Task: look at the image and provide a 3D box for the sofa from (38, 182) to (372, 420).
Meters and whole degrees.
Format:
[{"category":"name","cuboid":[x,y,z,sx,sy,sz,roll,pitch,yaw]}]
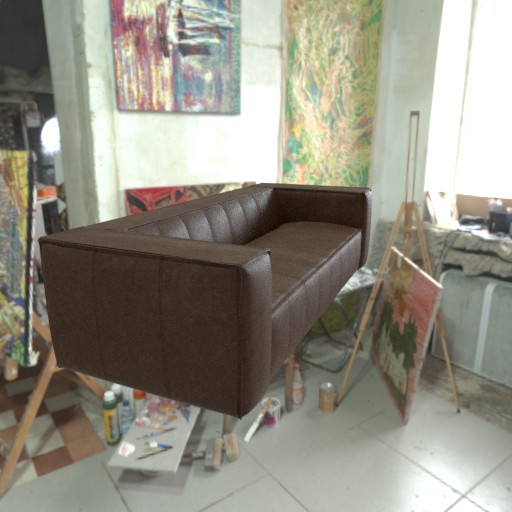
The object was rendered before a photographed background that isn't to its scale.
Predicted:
[{"category":"sofa","cuboid":[0.000,0.000,2.988,1.102,0.701,2.581,7,17,24]}]
